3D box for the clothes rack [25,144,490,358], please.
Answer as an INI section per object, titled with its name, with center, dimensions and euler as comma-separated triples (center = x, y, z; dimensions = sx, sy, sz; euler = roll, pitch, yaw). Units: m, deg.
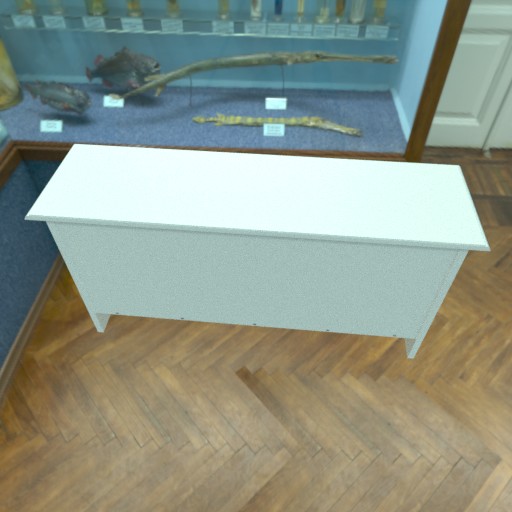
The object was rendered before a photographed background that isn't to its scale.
[clothes rack]
center = 0.000, 0.000, 1.355
dimensions = 1.120, 0.531, 0.324
euler = 4, 47, 4
